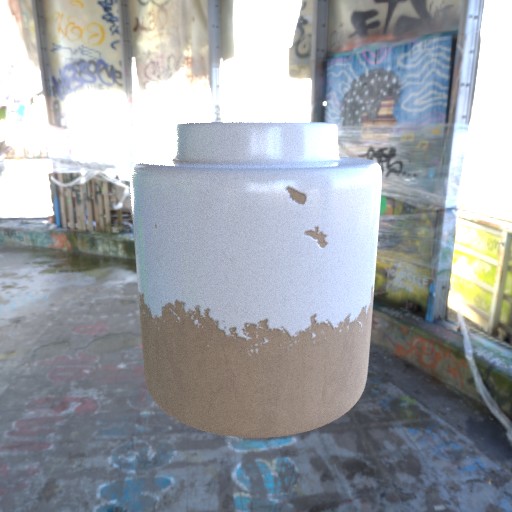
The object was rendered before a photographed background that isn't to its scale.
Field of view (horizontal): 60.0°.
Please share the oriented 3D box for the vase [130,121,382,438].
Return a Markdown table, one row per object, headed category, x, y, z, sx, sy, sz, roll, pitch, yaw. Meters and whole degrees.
| category | x | y | z | sx | sy | sz | roll | pitch | yaw |
| --- | --- | --- | --- | --- | --- | --- | --- | --- | --- |
| vase | 0.000 | 0.000 | 0.292 | 0.153 | 0.167 | 0.153 | 0 | 15 | 0 |
